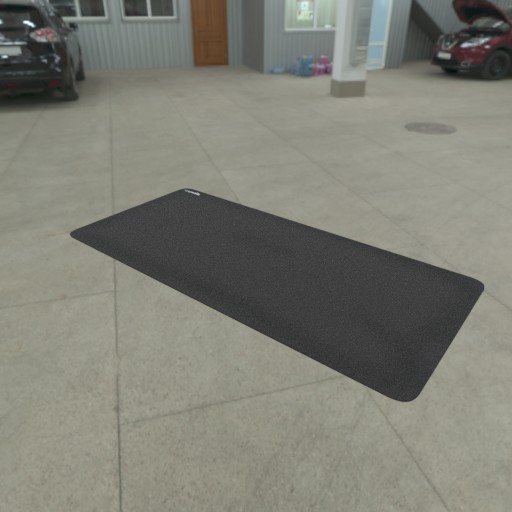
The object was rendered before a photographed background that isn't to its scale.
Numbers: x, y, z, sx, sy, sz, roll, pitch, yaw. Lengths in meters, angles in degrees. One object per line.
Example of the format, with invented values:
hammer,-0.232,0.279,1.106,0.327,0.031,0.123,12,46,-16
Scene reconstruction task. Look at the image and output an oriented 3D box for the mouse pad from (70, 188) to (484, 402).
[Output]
mouse pad,0.000,0.000,1.030,0.907,0.003,0.424,21,36,33
